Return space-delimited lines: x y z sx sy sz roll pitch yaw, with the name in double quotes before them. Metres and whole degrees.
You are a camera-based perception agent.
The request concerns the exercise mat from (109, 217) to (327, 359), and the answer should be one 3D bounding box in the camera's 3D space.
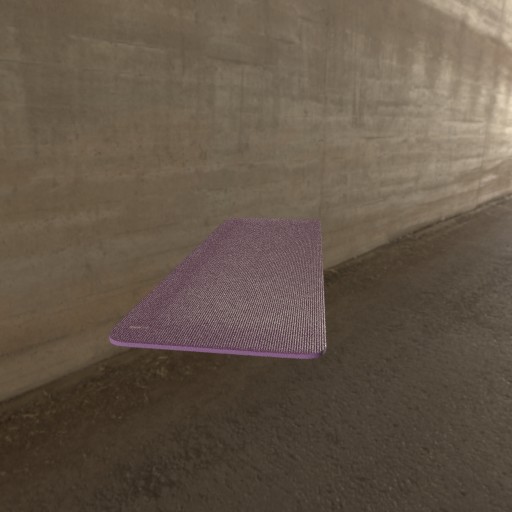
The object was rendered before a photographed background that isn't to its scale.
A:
"exercise mat" 0.000 0.000 2.072 0.616 0.021 1.869 2 16 7
